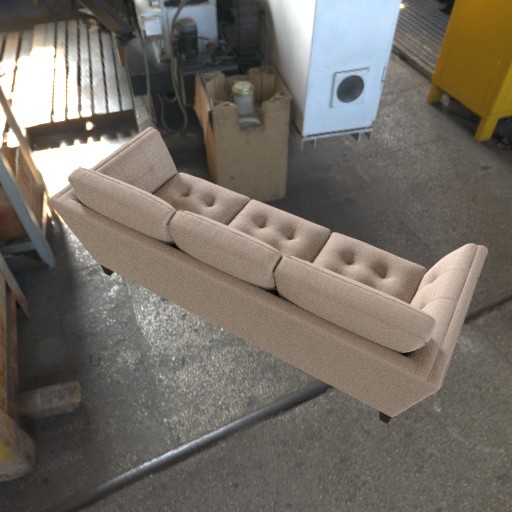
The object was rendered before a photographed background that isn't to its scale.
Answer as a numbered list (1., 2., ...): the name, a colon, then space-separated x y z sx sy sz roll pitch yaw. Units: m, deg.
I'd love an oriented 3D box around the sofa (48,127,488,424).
1. sofa: 0.000 0.000 2.769 2.388 0.940 0.965 24 52 20
